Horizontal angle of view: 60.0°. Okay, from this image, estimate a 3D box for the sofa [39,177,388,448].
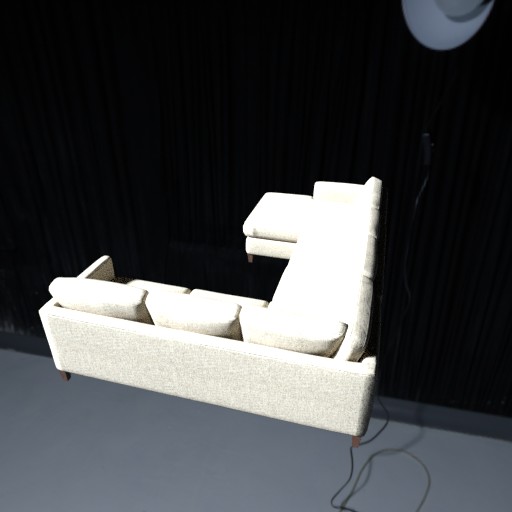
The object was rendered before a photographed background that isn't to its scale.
[{"bbox_3d":[0.000,0.000,4.673,2.593,0.959,3.460,8,31,14],"label":"sofa"}]
